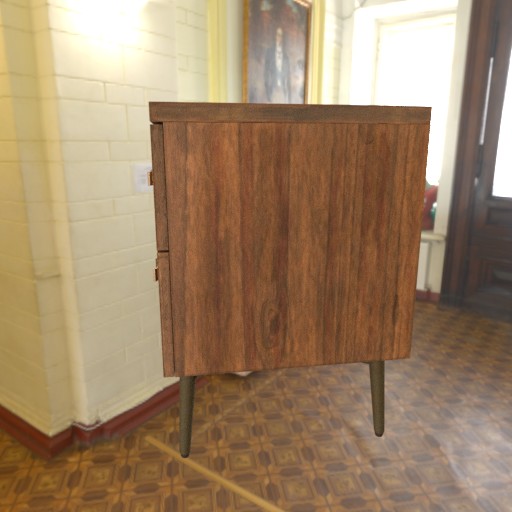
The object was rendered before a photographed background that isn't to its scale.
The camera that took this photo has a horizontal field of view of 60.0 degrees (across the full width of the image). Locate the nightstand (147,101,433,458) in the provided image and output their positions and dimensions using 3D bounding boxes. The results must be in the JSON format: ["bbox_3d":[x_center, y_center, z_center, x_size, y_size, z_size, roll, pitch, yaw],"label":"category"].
[{"bbox_3d":[0.000,0.000,1.019,0.458,0.610,0.610,-2,14,-9],"label":"nightstand"}]
